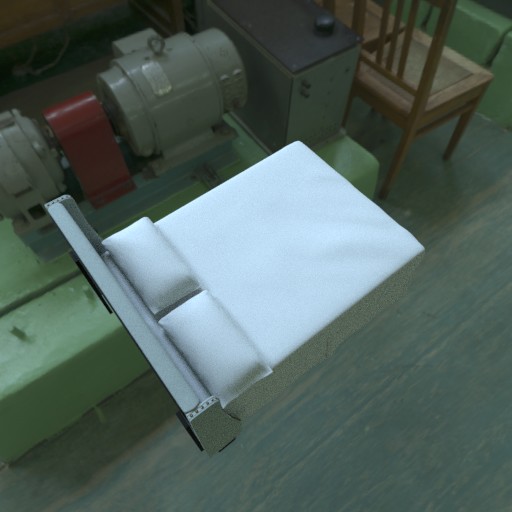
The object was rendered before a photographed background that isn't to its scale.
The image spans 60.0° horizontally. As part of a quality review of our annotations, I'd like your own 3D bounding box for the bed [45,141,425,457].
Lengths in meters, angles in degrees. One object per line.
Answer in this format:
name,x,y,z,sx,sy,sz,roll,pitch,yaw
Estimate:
bed,0.000,0.000,3.402,2.237,1.407,1.710,-34,64,-19
